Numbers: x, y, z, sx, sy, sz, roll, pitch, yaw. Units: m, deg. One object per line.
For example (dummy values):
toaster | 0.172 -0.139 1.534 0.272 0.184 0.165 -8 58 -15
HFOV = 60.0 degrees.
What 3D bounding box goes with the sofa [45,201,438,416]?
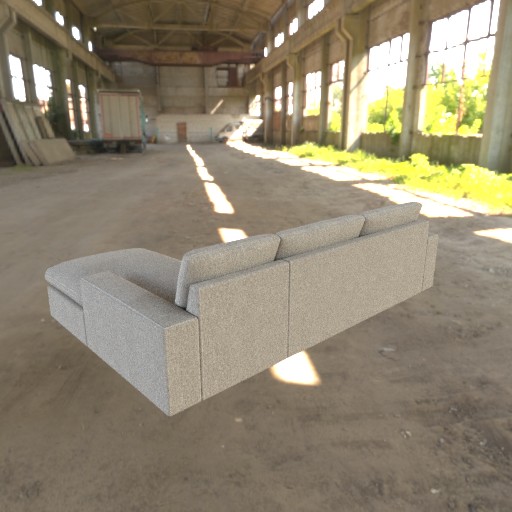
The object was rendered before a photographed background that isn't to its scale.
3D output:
sofa | 0.000 0.000 3.543 2.718 0.813 1.689 -15 22 -41
